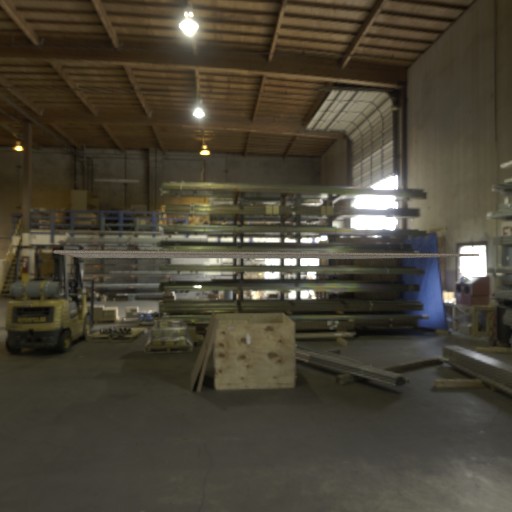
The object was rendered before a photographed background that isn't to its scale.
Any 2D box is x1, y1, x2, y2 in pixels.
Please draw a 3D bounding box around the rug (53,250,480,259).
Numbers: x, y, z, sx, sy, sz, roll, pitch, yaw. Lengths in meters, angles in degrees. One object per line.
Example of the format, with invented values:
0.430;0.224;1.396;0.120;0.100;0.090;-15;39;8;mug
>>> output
0.000;0.000;2.137;1.677;0.011;1.066;0;-1;-18;rug
